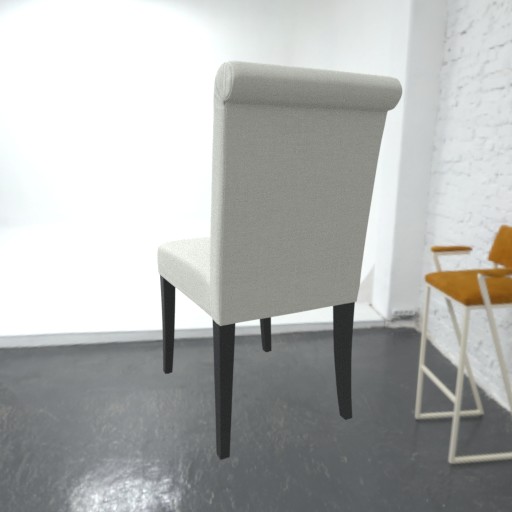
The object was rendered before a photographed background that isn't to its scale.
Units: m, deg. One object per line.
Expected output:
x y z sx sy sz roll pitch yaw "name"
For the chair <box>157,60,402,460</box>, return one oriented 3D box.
0.000 0.000 1.363 0.452 0.976 0.708 -6 14 -26 "chair"
